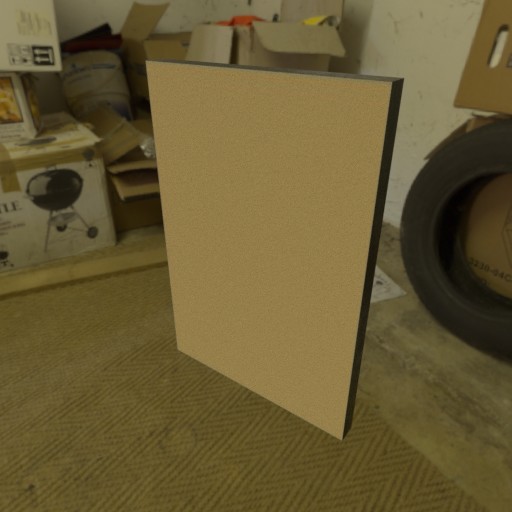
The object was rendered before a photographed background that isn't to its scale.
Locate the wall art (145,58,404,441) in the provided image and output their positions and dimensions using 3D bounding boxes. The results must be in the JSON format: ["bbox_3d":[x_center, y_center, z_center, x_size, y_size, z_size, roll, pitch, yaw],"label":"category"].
[{"bbox_3d":[0.000,0.000,0.582,0.313,0.457,0.031,20,35,31],"label":"wall art"}]
